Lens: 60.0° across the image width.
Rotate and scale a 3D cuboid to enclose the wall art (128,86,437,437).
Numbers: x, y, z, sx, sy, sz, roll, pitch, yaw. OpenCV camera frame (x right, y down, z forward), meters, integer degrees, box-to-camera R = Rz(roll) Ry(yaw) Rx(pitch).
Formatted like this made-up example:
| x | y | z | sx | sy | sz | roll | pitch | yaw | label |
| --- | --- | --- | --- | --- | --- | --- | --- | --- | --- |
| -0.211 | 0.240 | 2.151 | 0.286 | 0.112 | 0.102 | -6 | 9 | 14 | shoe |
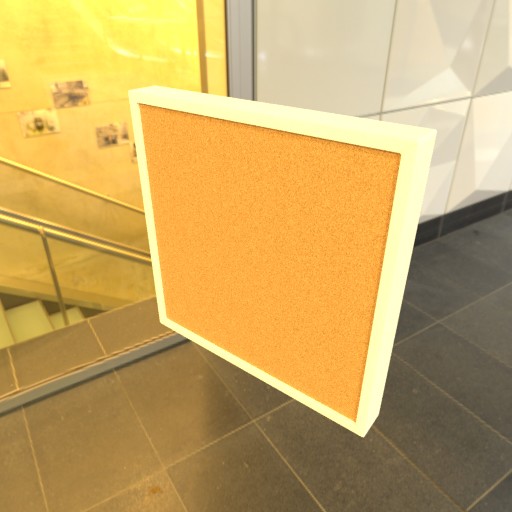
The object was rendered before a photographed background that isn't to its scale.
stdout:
| x | y | z | sx | sy | sz | roll | pitch | yaw | label |
| --- | --- | --- | --- | --- | --- | --- | --- | --- | --- |
| 0.000 | 0.000 | 0.467 | 0.305 | 0.305 | 0.038 | 21 | 36 | 32 | wall art |
